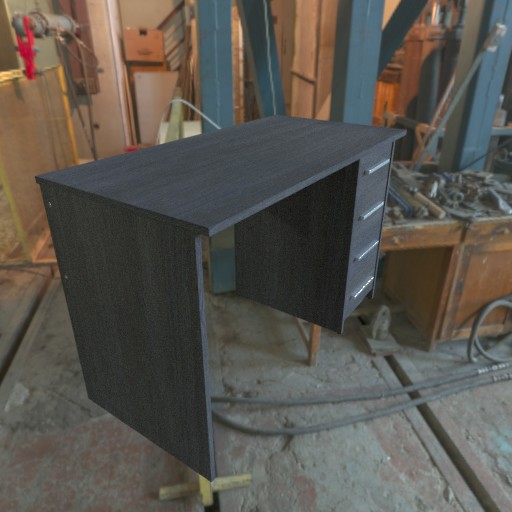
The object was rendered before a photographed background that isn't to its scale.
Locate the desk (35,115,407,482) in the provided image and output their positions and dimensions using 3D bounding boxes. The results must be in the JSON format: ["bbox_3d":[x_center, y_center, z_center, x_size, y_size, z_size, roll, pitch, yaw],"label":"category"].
[{"bbox_3d":[0.000,0.000,1.507,0.560,0.730,1.096,18,32,31],"label":"desk"}]
